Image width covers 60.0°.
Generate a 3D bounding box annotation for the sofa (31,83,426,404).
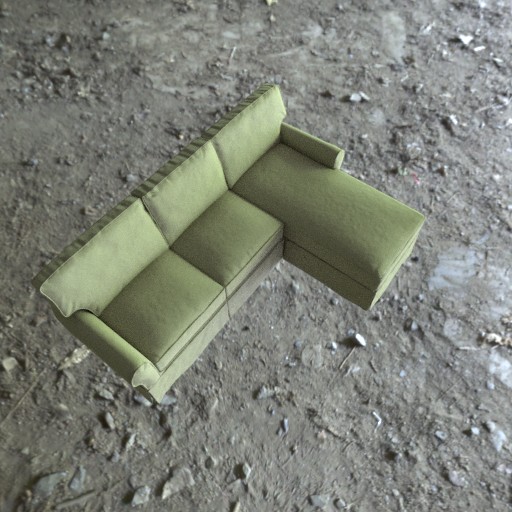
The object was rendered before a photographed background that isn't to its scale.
[{"bbox_3d":[0.000,0.000,3.278,1.733,0.978,2.475,33,64,19],"label":"sofa"}]
